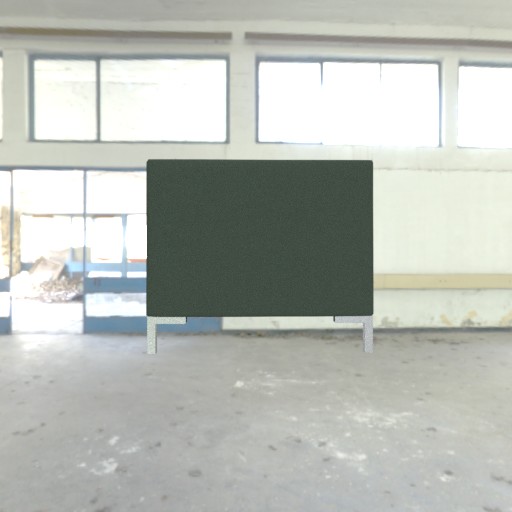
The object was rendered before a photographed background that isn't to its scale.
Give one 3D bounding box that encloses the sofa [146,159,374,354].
[{"bbox_3d":[0.000,0.000,2.521,0.797,0.657,2.102,0,0,-1],"label":"sofa"}]
